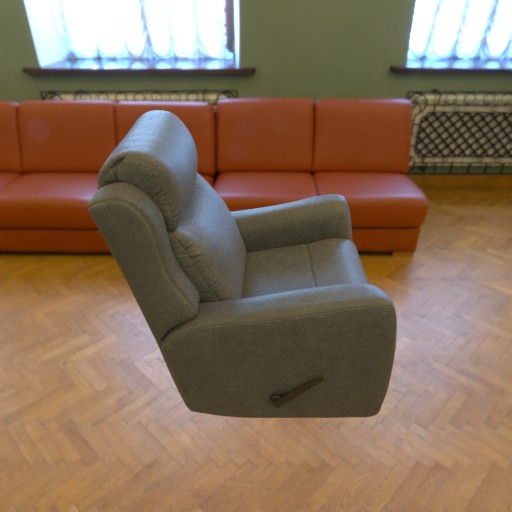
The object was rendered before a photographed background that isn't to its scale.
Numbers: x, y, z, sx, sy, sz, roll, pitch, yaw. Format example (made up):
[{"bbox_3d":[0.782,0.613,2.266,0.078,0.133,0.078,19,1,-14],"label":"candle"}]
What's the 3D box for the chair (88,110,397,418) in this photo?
[{"bbox_3d":[0.000,0.000,1.937,1.068,1.116,0.967,0,31,-1],"label":"chair"}]
